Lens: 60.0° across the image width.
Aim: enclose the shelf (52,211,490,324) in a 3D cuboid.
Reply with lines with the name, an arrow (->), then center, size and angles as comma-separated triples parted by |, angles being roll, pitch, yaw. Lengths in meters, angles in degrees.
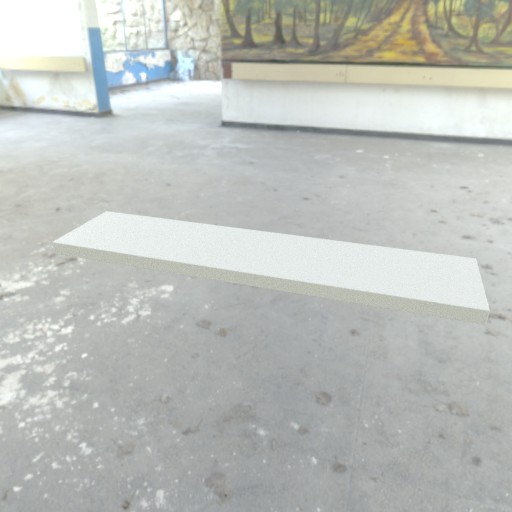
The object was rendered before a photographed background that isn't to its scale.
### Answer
shelf -> 0.000, 0.000, 0.657 | 0.610, 0.020, 0.140 | 8, 28, 16
